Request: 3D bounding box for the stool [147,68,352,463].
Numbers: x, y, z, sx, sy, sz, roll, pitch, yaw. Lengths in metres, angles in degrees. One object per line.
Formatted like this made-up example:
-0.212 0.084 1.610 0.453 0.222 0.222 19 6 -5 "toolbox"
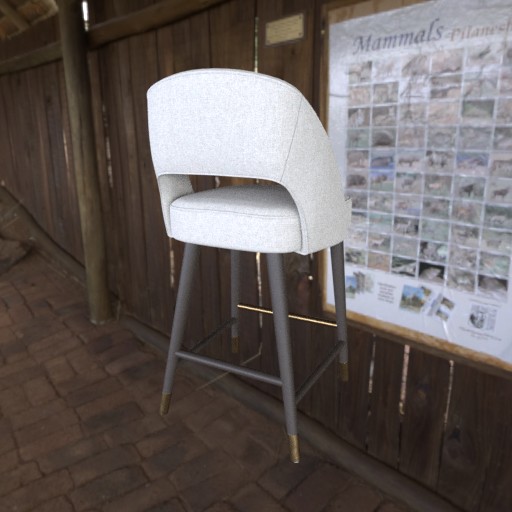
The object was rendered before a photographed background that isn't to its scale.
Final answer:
0.000 0.000 1.269 0.494 0.940 0.509 8 17 26 "stool"
